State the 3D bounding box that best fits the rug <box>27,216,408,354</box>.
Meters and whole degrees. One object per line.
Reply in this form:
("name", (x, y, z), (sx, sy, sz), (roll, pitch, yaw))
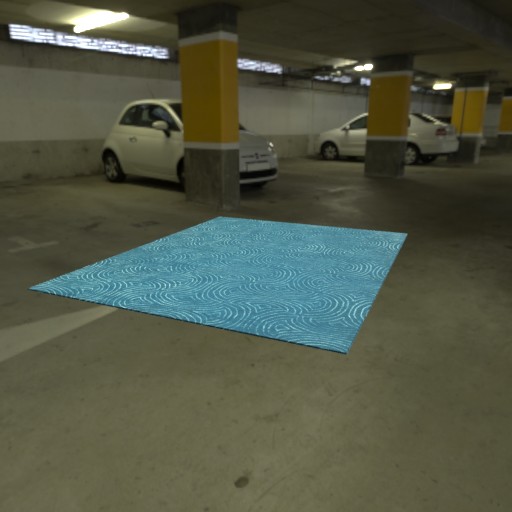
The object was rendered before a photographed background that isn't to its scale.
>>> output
("rug", (0.000, 0.000, 4.202), (2.432, 0.012, 3.033), (7, 18, 23))
